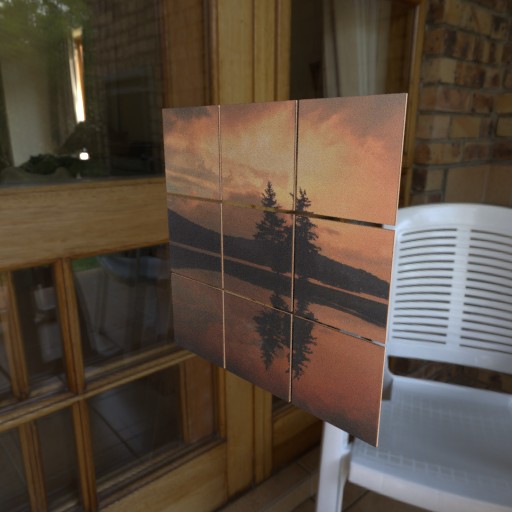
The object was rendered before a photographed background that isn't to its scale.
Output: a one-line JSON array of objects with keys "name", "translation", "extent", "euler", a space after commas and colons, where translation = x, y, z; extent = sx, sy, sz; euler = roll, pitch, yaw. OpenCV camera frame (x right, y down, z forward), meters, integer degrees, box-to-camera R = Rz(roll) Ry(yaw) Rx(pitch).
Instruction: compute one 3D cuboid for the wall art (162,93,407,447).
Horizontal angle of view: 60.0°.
[{"name": "wall art", "translation": [0.000, 0.000, 2.329], "extent": [1.520, 1.525, 0.013], "euler": [14, 21, 42]}]
